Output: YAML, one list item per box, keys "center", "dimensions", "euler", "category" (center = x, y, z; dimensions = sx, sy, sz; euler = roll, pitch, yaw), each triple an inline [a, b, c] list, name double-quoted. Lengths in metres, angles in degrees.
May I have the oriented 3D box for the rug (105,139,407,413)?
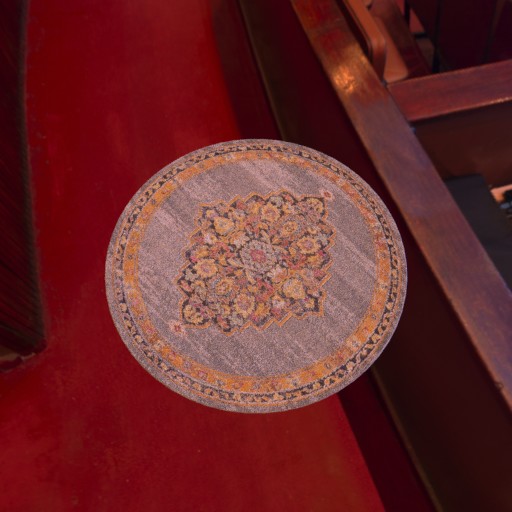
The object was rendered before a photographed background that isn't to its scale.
- center: [0.000, 0.000, 3.533]
  dimensions: [2.382, 0.014, 2.382]
  euler: [0, 64, 0]
  category: "rug"
